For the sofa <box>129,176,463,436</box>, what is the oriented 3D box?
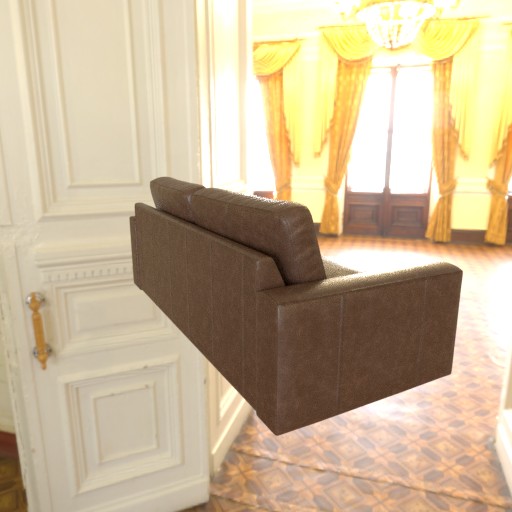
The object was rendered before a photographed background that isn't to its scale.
[{"bbox_3d":[0.000,0.000,2.709,1.016,0.873,2.179,-8,16,-28],"label":"sofa"}]
